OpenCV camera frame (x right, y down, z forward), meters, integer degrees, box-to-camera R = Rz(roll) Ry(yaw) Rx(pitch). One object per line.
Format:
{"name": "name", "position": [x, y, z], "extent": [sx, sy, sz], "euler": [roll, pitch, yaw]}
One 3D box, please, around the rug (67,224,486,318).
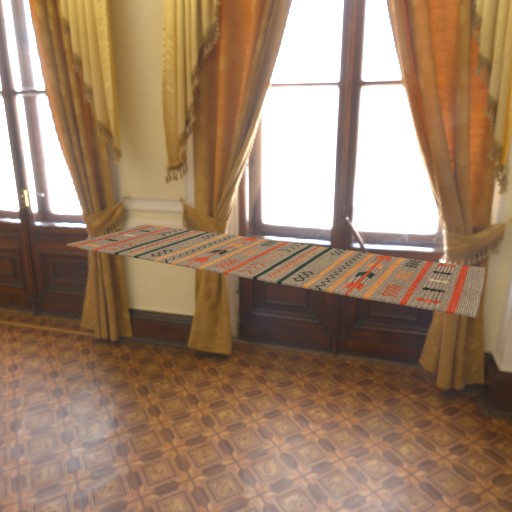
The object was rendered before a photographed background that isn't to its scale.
{"name": "rug", "position": [0.000, 0.000, 2.629], "extent": [2.419, 0.022, 0.744], "euler": [9, 18, 28]}
